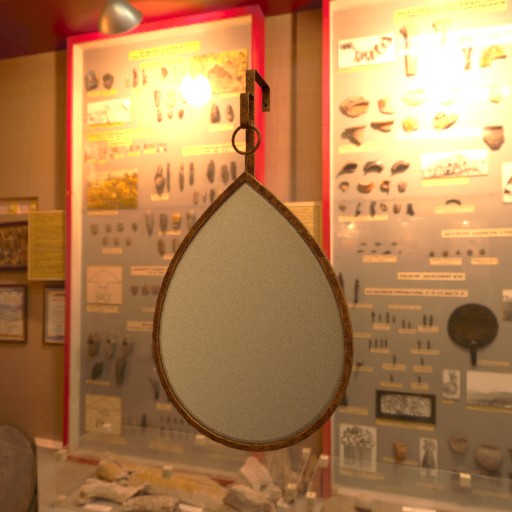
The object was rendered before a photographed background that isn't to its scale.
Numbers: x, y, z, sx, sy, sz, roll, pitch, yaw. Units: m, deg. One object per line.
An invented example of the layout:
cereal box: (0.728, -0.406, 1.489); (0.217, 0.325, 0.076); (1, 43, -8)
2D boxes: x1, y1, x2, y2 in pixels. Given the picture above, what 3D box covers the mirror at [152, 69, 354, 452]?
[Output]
mirror: (0.000, 0.000, 0.911); (0.405, 0.744, 0.144); (0, 0, 18)
